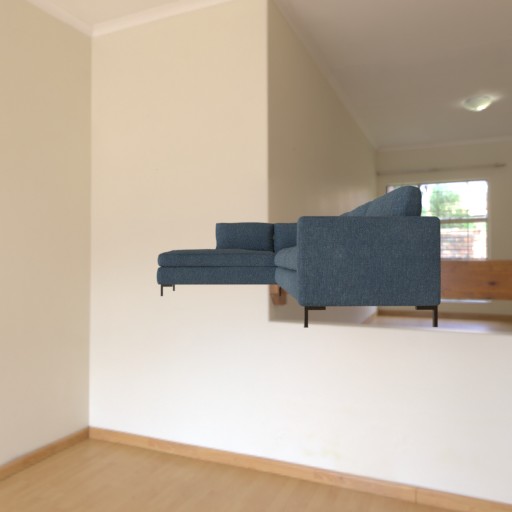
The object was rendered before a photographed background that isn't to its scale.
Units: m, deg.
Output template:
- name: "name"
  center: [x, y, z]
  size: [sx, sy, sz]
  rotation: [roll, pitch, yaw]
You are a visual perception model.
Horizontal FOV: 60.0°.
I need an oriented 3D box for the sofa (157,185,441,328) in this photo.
- name: "sofa"
  center: [0.000, 0.000, 3.881]
  size: [2.007, 0.815, 2.949]
  rotation: [0, 0, -1]
